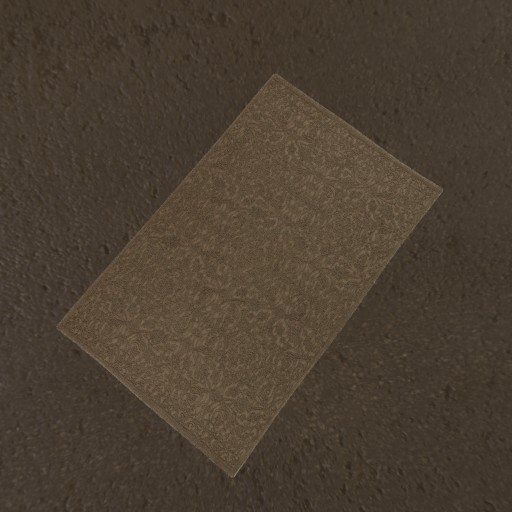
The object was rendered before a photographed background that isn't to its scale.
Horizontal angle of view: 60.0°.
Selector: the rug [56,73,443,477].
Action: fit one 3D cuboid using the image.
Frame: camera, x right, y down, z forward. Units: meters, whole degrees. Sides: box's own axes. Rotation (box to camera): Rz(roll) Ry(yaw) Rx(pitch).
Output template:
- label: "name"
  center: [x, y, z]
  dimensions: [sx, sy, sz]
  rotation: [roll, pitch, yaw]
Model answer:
- label: "rug"
  center: [0.000, 0.000, 3.083]
  dimensions: [1.529, 0.012, 2.435]
  rotation: [37, 80, 7]
